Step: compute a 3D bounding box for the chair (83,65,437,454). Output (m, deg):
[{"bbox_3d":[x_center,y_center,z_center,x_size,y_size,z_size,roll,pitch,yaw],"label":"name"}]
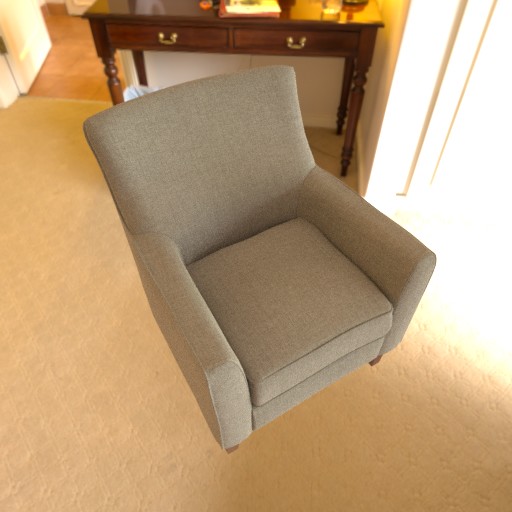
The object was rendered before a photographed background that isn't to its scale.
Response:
[{"bbox_3d":[0.000,0.000,1.752,0.887,1.047,0.993,-24,51,-21],"label":"chair"}]
